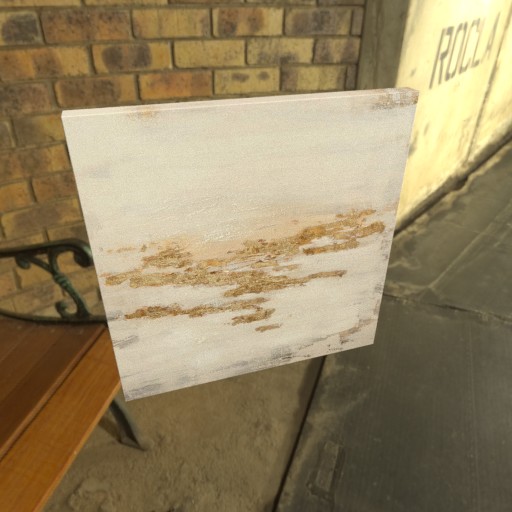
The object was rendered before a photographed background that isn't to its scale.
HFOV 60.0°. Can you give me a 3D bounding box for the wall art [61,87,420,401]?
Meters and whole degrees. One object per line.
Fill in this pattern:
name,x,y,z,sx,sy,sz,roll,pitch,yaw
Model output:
wall art,0.000,0.000,0.901,0.611,0.613,0.040,-9,33,-15
